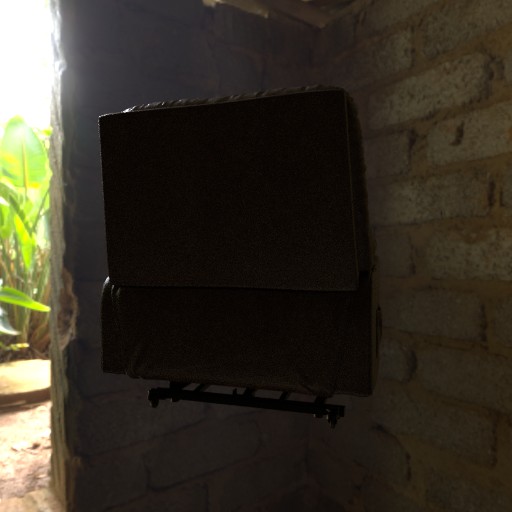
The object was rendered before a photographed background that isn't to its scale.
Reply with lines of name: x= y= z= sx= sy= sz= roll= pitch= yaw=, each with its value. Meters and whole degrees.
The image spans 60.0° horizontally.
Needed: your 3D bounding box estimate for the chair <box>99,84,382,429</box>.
chair: x=0.000 y=0.000 z=1.715 sx=0.940 sy=1.041 sz=0.879 roll=0 pitch=0 yaw=17
